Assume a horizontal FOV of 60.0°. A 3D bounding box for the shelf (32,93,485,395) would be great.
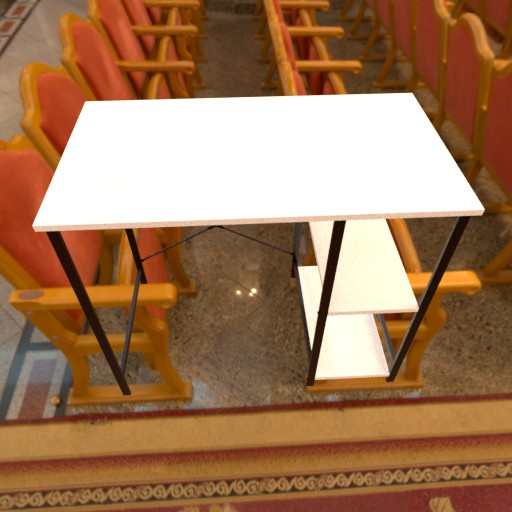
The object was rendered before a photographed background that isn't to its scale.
[{"bbox_3d":[0.000,0.000,1.324,0.902,0.750,0.498,-2,47,-2],"label":"shelf"}]
